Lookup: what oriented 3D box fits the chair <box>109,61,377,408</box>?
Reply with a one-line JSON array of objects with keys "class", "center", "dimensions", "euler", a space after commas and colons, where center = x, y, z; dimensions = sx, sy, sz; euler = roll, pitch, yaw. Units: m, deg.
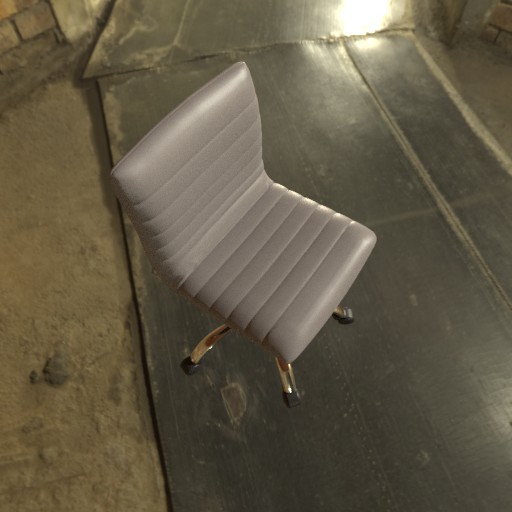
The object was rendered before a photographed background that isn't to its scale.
[{"class": "chair", "center": [0.000, 0.000, 1.120], "dimensions": [0.542, 0.750, 0.569], "euler": [32, 64, 18]}]
